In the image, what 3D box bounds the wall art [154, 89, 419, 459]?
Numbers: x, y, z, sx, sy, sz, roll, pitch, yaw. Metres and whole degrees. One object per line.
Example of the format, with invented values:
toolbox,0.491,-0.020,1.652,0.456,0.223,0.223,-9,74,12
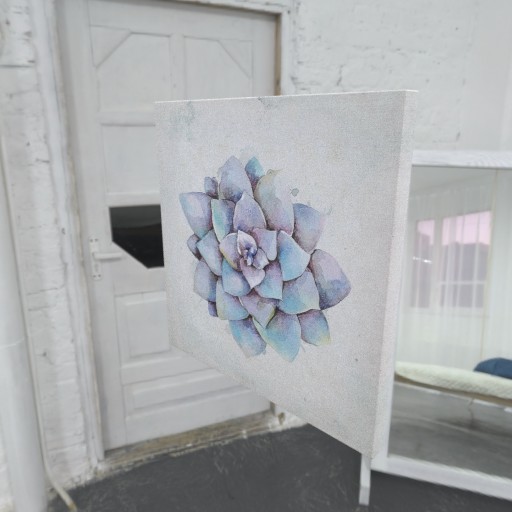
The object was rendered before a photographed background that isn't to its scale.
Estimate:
wall art,0.000,0.000,0.908,0.612,0.612,0.040,16,23,42
